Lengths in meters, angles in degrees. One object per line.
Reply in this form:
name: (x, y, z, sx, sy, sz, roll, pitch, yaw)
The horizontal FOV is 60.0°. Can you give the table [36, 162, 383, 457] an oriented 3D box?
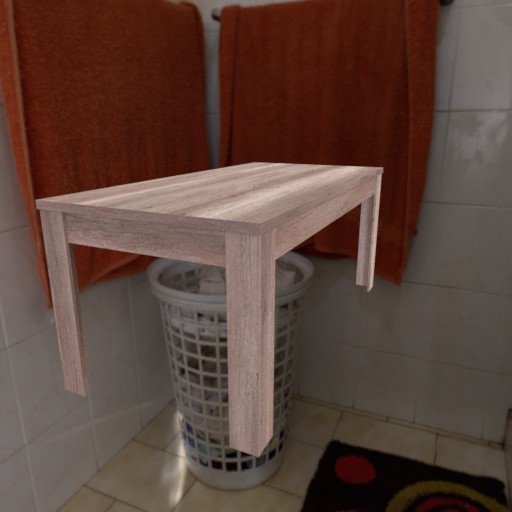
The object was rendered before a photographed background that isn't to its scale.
table: (0.000, 0.000, 2.303, 0.900, 0.790, 1.800, 8, 18, 25)
